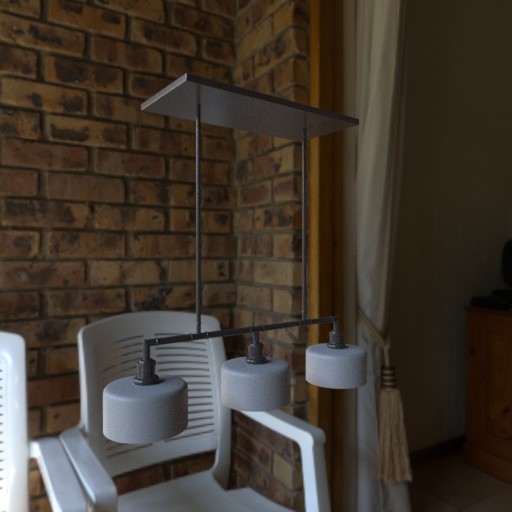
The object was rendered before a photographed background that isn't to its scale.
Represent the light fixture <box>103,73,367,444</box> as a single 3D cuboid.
[{"bbox_3d":[0.000,0.000,0.859,0.582,0.557,0.177,0,1,-37],"label":"light fixture"}]
